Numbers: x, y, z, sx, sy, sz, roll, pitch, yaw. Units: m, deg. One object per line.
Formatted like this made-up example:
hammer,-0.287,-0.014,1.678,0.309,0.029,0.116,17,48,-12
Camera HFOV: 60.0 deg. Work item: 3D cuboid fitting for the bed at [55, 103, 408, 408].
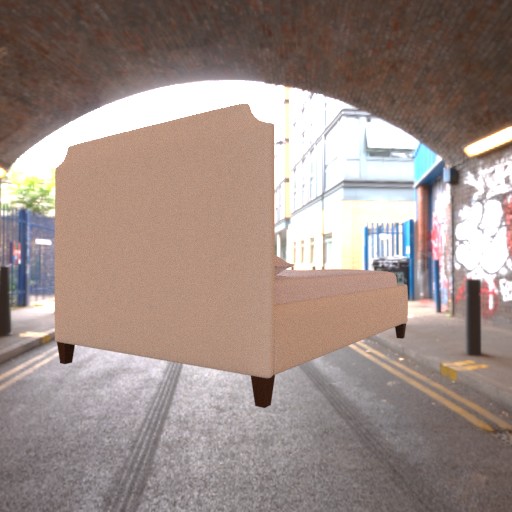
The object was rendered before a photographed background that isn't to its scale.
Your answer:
bed,0.000,0.000,3.445,1.712,1.443,2.372,-1,-1,34
